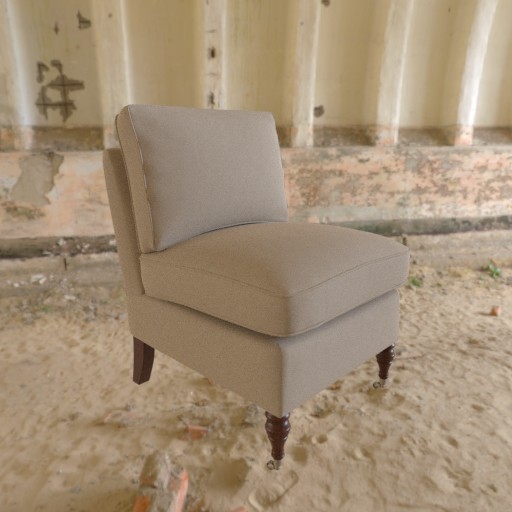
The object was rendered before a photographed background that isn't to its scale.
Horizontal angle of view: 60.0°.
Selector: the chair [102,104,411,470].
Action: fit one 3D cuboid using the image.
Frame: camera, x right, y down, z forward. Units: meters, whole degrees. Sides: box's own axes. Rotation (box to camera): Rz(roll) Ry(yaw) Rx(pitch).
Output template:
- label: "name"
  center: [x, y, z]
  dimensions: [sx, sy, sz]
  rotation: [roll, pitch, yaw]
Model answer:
- label: "chair"
  center: [0.000, 0.000, 1.628]
  dimensions: [0.912, 1.052, 0.724]
  rotation: [14, 20, 42]
